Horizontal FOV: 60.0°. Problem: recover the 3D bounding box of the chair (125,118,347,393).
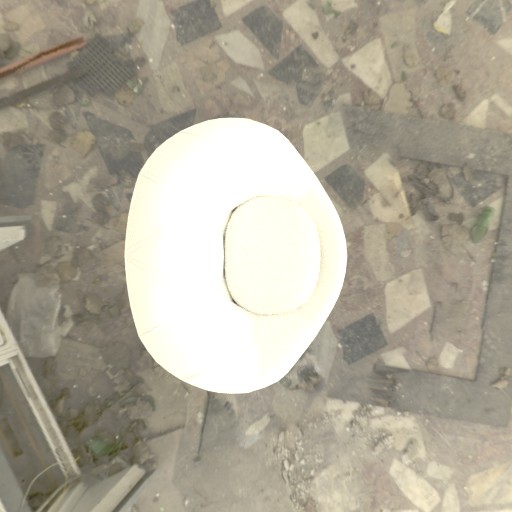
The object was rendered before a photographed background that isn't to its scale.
[{"bbox_3d":[0.000,0.000,1.830,0.736,1.261,0.940,0,90,1],"label":"chair"}]
